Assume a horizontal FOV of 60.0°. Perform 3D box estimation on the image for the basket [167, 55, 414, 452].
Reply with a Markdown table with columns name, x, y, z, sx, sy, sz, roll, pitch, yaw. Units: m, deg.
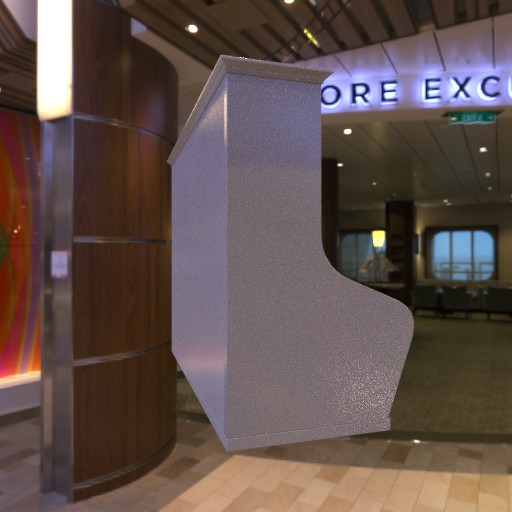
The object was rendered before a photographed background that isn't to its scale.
| name | x | y | z | sx | sy | sz | roll | pitch | yaw |
| --- | --- | --- | --- | --- | --- | --- | --- | --- | --- |
| basket | 0.000 | 0.000 | 1.085 | 0.350 | 0.600 | 0.780 | 0 | 0 | -17 |
